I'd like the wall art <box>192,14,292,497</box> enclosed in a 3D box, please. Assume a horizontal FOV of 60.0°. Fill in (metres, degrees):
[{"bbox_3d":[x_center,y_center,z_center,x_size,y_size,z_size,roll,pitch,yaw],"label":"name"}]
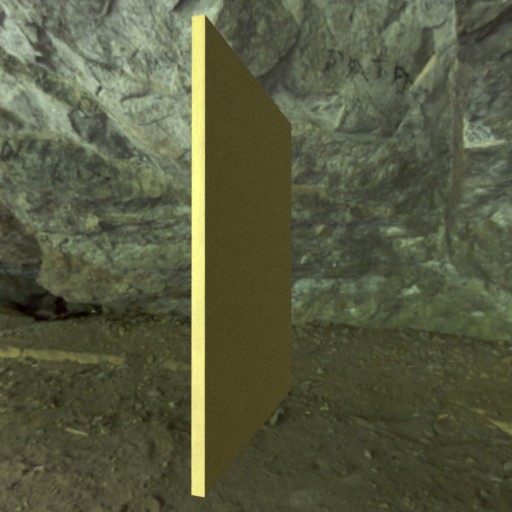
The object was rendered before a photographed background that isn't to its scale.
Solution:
[{"bbox_3d":[0.000,0.000,1.304,0.030,1.002,0.798,0,0,18],"label":"wall art"}]
